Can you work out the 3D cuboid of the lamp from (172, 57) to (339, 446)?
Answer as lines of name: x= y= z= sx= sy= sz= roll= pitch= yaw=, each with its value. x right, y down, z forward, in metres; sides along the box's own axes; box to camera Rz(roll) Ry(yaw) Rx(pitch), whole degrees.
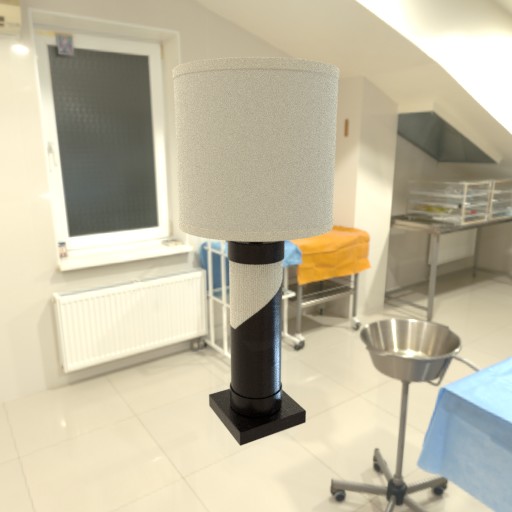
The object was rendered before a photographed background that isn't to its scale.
lamp: x=0.000 y=0.000 z=0.627 sx=0.211 sy=0.509 sz=0.211 roll=-8 pitch=17 yaw=-28
